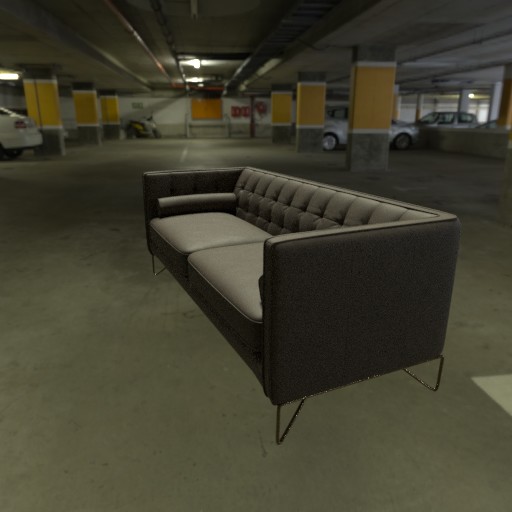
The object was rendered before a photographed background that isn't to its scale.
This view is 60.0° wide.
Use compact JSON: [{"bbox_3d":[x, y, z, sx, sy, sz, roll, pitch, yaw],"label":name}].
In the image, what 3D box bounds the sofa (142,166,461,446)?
[{"bbox_3d":[0.000,0.000,2.539,0.867,0.789,2.087,-8,19,-24],"label":"sofa"}]
